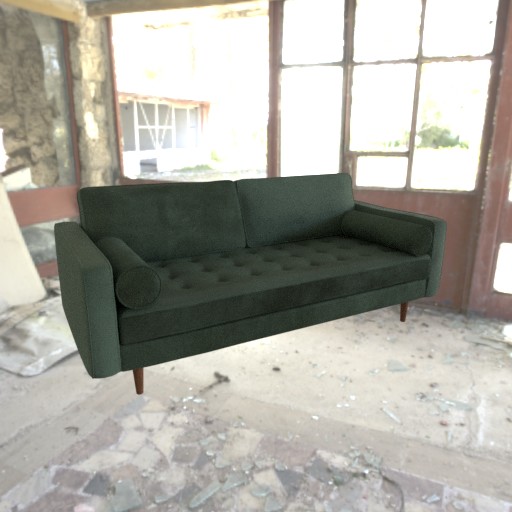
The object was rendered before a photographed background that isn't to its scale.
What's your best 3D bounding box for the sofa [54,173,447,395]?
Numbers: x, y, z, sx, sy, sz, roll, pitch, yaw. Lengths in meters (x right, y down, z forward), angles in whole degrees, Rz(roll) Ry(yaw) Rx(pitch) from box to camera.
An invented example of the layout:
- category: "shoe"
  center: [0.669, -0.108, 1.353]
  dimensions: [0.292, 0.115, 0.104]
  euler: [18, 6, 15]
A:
- category: "sofa"
  center: [0.000, 0.000, 2.350]
  dimensions: [1.880, 0.772, 0.916]
  euler: [-9, 18, -28]
